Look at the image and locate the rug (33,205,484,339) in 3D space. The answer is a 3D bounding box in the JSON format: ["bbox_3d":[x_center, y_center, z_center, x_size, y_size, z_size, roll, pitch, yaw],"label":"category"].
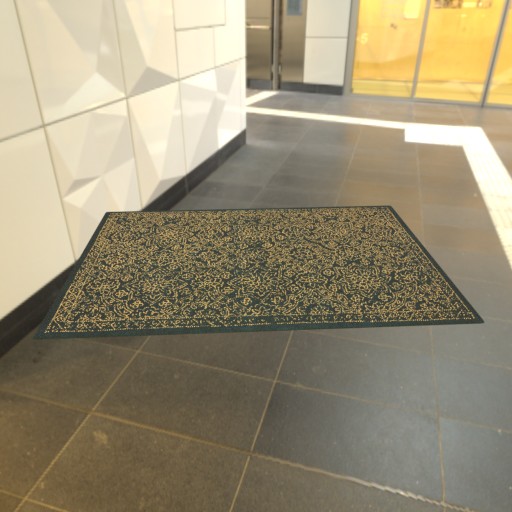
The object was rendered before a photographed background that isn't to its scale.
[{"bbox_3d":[0.000,0.000,2.314,1.829,0.010,1.219,-2,30,-3],"label":"rug"}]
